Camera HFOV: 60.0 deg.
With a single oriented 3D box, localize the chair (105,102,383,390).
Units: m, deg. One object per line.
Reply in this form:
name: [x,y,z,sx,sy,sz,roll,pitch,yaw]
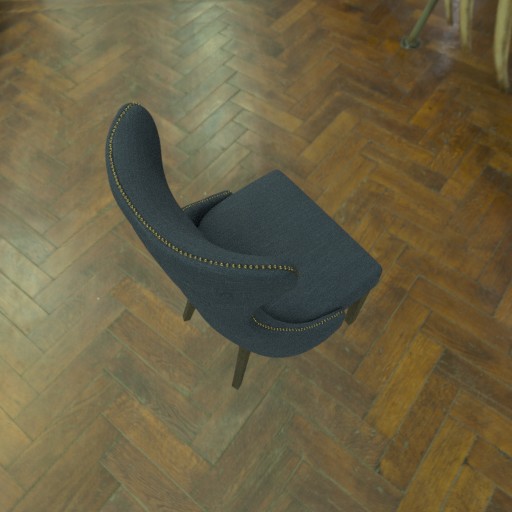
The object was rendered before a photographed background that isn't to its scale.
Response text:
chair: [0.000,0.000,1.379,0.635,0.967,0.628,-33,64,-18]
